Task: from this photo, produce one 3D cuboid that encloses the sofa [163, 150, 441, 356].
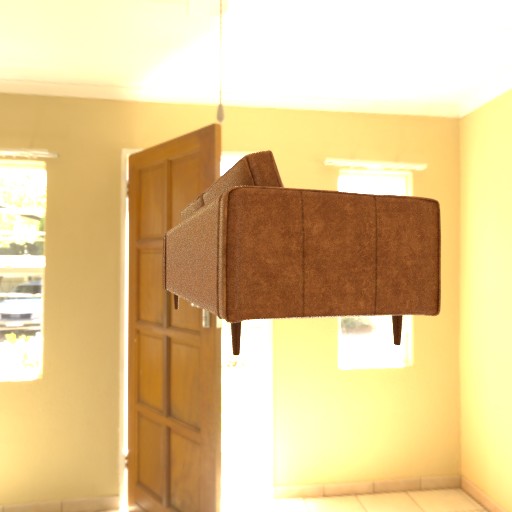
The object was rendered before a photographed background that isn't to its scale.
[{"bbox_3d":[0.000,0.000,2.621,0.886,0.779,2.199,0,-1,-17],"label":"sofa"}]
